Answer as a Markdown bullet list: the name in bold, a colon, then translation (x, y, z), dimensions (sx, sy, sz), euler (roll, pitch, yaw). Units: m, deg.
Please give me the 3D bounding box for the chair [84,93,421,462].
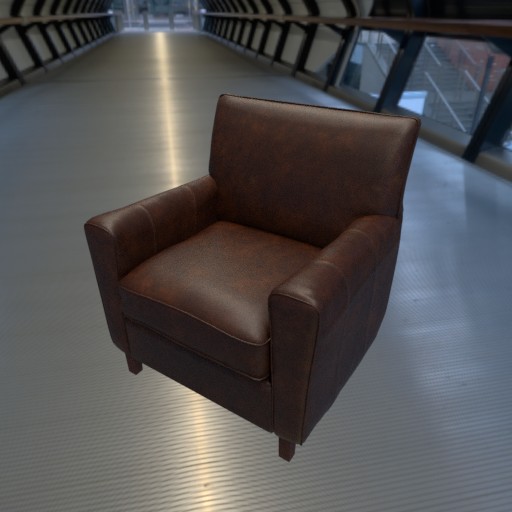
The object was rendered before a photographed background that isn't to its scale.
- **chair**: translation (0.000, 0.000, 1.598), dimensions (0.870, 0.943, 0.823), euler (18, 34, 29)
